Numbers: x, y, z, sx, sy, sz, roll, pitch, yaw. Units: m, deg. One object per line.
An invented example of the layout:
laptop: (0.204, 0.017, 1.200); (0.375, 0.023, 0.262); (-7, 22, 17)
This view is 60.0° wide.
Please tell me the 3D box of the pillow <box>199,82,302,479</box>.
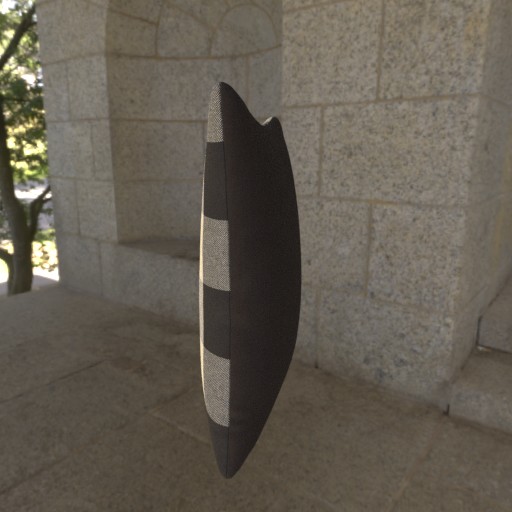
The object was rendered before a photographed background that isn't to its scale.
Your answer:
pillow: (0.000, 0.000, 0.785); (0.161, 0.509, 0.511); (2, 13, 9)
